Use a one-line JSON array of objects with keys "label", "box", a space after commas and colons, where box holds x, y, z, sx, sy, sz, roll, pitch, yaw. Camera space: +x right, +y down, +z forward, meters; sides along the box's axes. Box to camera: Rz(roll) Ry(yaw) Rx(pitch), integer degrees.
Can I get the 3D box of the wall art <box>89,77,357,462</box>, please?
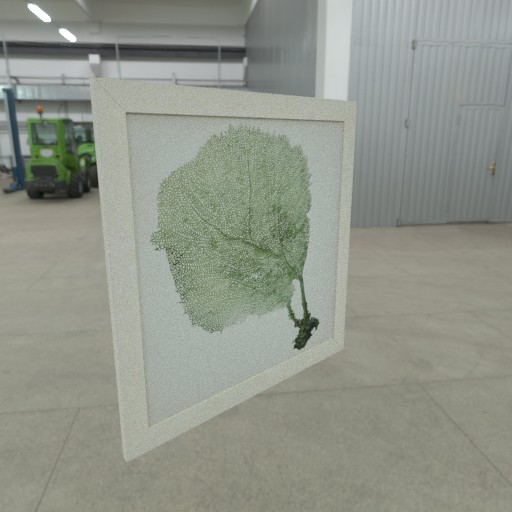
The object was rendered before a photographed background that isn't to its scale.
[{"label": "wall art", "box": [0.000, 0.000, 0.844, 0.584, 0.584, 0.013, -14, 20, -41]}]
